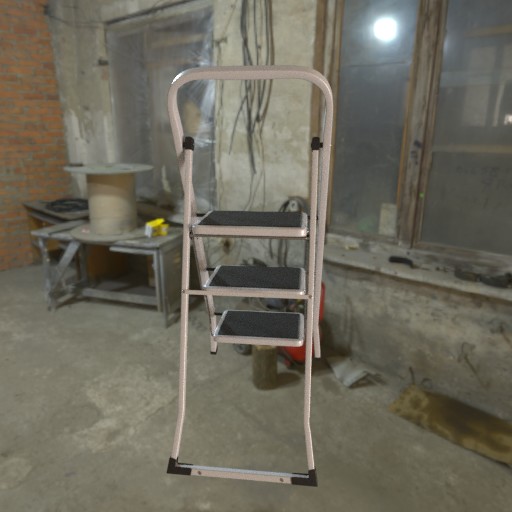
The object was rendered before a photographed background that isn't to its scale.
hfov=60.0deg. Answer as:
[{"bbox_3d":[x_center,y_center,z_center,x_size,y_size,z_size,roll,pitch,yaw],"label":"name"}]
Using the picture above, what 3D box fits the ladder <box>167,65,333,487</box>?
[{"bbox_3d":[0.000,0.000,1.375,0.460,1.050,0.711,2,16,6],"label":"ladder"}]
